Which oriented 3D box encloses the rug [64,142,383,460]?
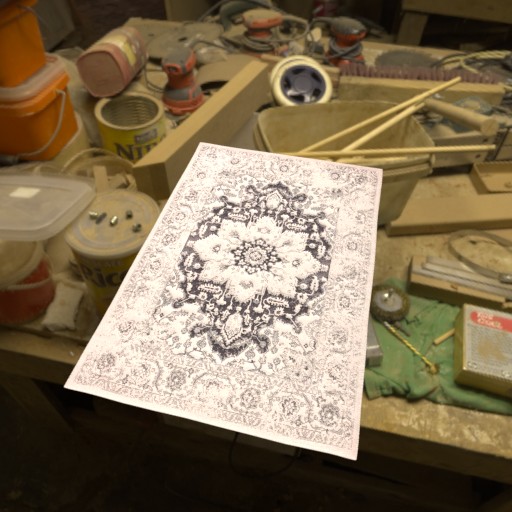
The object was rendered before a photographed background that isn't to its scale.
[{"bbox_3d":[0.000,0.000,2.339,1.223,0.008,1.813,10,50,9],"label":"rug"}]
